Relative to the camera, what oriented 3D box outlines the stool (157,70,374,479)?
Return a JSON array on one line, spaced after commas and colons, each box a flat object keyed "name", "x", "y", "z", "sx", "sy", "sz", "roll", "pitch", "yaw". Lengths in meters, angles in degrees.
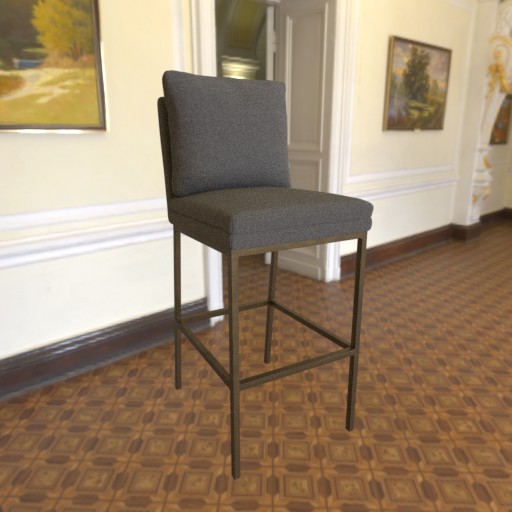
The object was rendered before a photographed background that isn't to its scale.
[{"name": "stool", "x": 0.000, "y": 0.000, "z": 1.438, "sx": 0.463, "sy": 1.132, "sz": 0.569, "roll": -9, "pitch": 18, "yaw": -28}]
